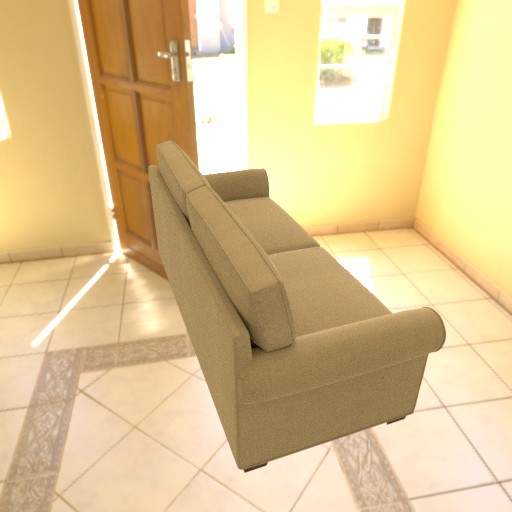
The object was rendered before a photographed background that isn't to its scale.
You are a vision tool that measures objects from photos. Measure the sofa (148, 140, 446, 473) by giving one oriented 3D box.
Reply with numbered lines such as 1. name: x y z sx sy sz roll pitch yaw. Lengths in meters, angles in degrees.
1. sofa: 0.000 0.000 2.600 0.901 0.962 2.146 -10 31 -18
